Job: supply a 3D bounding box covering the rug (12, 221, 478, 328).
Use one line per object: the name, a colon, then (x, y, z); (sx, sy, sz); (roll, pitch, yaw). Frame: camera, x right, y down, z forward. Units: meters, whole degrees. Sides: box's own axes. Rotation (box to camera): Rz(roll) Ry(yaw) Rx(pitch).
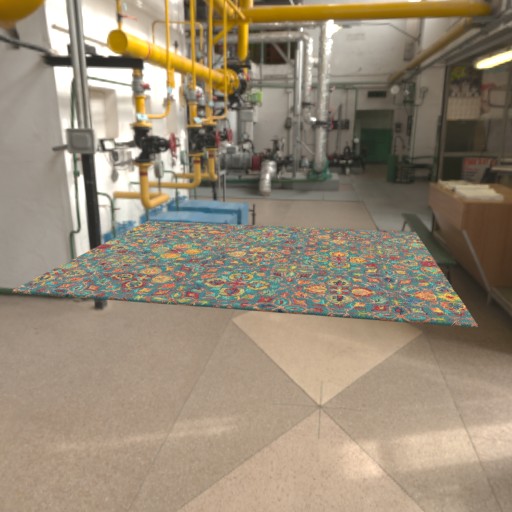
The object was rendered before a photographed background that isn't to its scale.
rug: (0.000, 0.000, 4.119); (3.204, 0.025, 2.434); (3, 17, 10)
